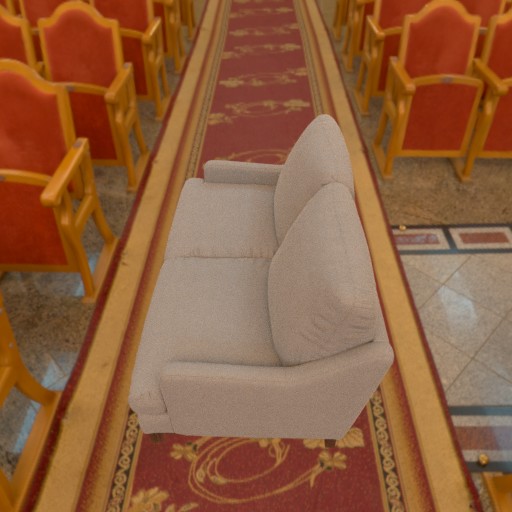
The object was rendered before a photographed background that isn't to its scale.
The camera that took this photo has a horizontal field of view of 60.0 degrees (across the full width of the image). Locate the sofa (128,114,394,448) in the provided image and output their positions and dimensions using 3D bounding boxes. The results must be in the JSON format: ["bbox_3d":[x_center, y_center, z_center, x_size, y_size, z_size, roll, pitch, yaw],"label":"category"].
[{"bbox_3d":[0.000,0.000,2.238,0.987,0.921,1.589,1,42,1],"label":"sofa"}]
